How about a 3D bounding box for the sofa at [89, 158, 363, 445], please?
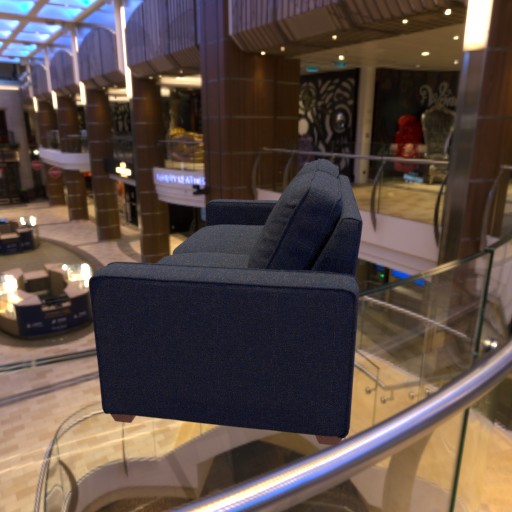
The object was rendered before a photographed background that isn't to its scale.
[{"bbox_3d":[0.000,0.000,2.293,0.947,0.918,1.709,3,16,9],"label":"sofa"}]
